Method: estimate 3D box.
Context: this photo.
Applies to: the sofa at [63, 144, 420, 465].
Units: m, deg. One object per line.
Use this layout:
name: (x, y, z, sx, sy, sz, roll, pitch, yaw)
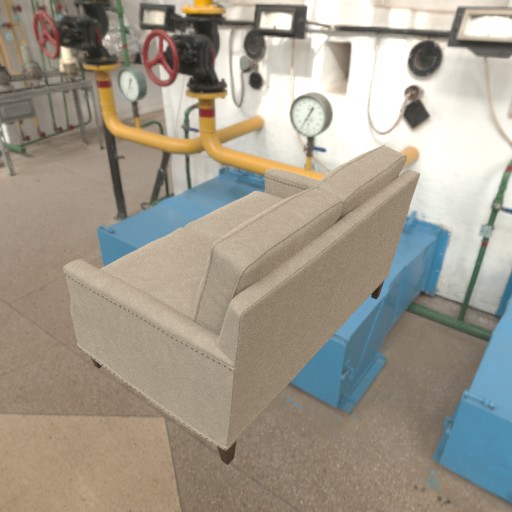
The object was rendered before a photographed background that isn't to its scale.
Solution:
sofa: (0.000, 0.000, 2.305, 1.084, 1.002, 1.597, 22, 38, 31)
